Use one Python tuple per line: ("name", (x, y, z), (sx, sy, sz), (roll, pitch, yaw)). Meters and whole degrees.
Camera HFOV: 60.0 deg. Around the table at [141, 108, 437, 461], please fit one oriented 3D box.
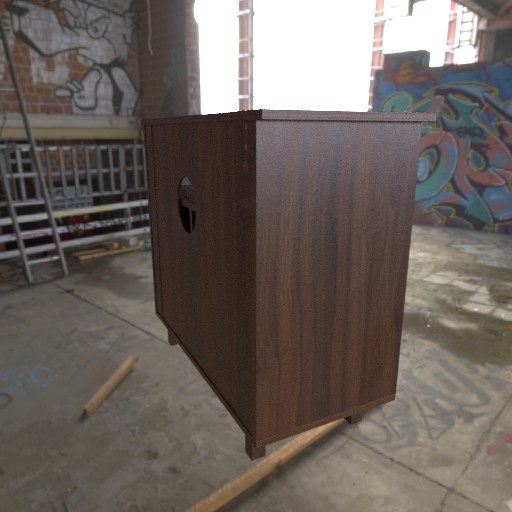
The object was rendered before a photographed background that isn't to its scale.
("table", (0.000, 0.000, 1.212), (0.390, 0.725, 0.802), (-8, 18, -26))
